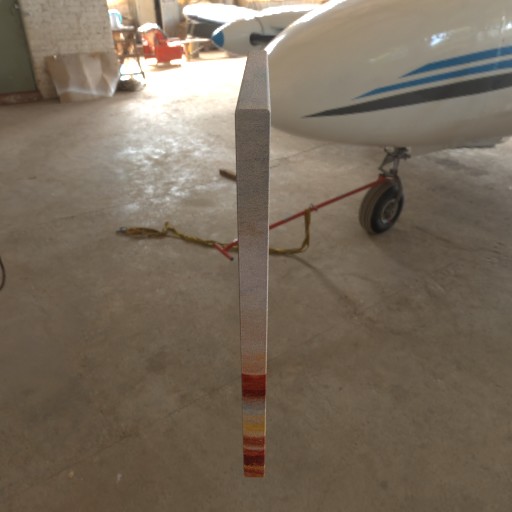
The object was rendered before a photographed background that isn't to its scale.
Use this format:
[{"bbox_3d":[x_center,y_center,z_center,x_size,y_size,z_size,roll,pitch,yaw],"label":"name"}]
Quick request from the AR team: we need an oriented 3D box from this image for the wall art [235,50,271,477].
[{"bbox_3d":[0.000,0.000,0.775,0.035,0.605,0.443,0,32,1],"label":"wall art"}]
